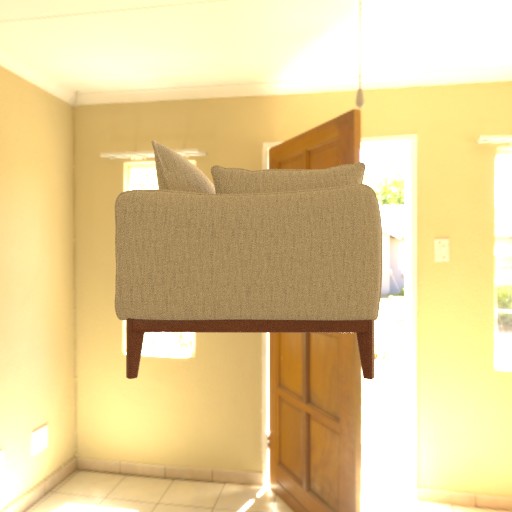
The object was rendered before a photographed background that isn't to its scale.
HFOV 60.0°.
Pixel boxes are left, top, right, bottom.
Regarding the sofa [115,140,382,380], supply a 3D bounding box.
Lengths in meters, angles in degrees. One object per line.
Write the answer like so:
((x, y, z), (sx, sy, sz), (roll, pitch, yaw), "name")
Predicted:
((0.000, 0.000, 2.507), (0.991, 0.860, 1.989), (0, 0, 1), "sofa")
